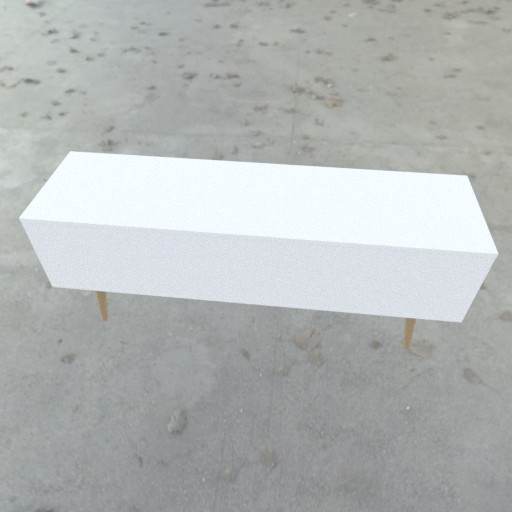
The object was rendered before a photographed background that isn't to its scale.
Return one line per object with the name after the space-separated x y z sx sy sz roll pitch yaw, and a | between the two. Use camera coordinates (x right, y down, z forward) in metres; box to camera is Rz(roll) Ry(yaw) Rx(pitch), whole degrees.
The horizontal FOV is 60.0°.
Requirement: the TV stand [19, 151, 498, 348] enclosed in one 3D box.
0.000 0.000 1.622 1.398 0.560 0.401 4 45 5 | TV stand
